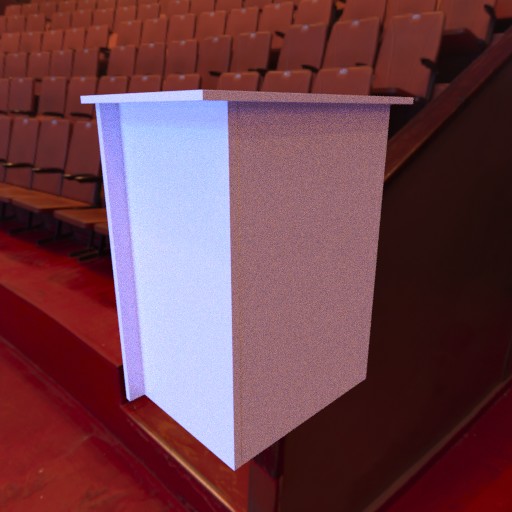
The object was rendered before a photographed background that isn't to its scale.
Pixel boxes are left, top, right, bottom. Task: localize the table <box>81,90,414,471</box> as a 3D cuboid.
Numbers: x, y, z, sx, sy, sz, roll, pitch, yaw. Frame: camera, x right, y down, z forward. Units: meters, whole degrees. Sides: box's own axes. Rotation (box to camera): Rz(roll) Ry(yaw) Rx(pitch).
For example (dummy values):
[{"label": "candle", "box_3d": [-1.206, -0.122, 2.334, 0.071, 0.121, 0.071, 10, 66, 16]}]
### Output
[{"label": "table", "box_3d": [0.000, 0.000, 1.053, 0.589, 0.711, 0.406, -17, 24, -41]}]
